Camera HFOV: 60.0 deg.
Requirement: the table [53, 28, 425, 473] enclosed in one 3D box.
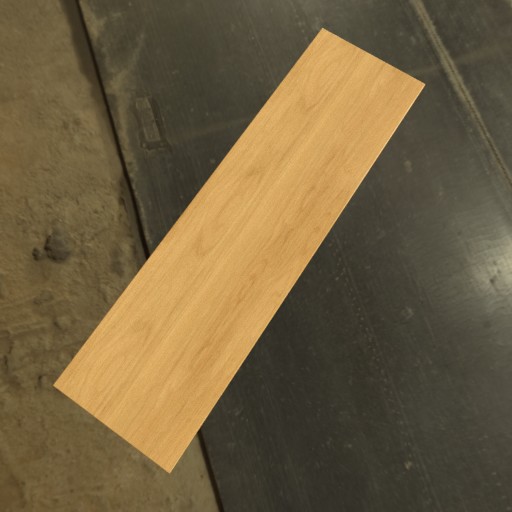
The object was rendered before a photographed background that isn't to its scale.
[{"bbox_3d":[0.000,0.000,1.526,0.350,0.730,1.240,33,78,8],"label":"table"}]
